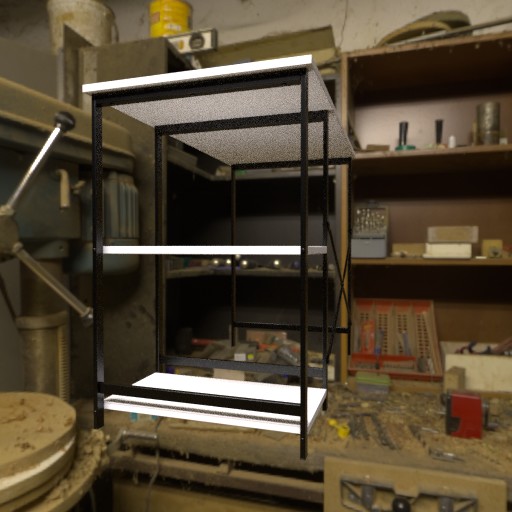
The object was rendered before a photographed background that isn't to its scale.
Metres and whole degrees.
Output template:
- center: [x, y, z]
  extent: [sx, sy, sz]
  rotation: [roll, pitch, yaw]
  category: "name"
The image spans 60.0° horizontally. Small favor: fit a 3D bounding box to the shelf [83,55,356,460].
- center: [0.000, 0.000, 1.316]
  extent: [0.498, 0.750, 0.902]
  rotation: [0, 1, 18]
  category: "shelf"
